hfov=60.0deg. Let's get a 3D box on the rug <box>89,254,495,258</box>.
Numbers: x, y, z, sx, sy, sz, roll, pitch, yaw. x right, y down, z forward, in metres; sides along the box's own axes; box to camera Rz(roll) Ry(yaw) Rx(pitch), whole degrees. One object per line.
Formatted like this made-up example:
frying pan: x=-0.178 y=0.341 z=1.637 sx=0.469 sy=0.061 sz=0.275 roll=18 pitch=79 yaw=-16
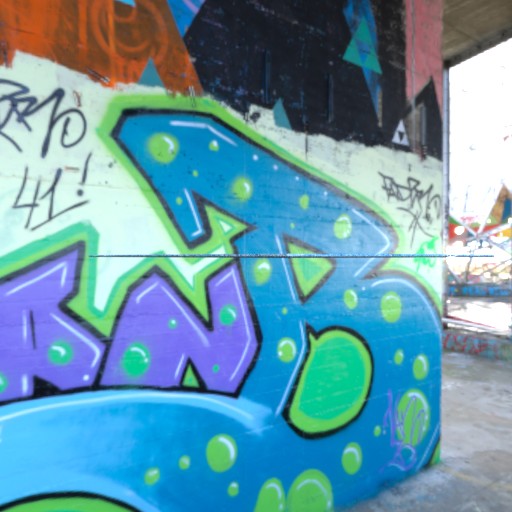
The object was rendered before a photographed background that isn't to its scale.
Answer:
rug: x=0.000 y=0.000 z=3.004 sx=1.524 sy=0.015 sz=2.438 roll=0 pitch=0 yaw=-36
